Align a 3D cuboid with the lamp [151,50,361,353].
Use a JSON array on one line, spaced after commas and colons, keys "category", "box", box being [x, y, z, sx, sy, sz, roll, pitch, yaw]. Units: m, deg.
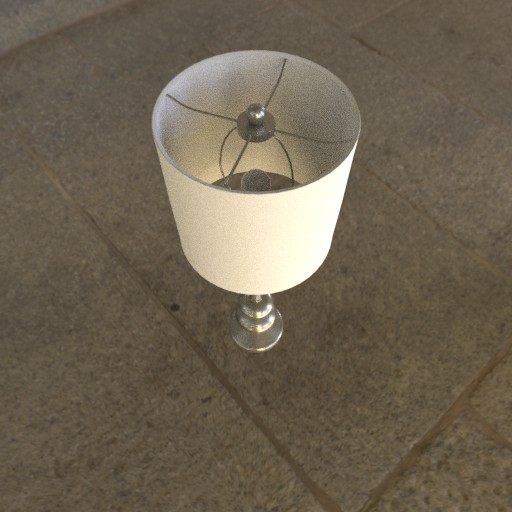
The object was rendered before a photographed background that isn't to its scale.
[{"category": "lamp", "box": [0.000, 0.000, 0.823, 0.254, 0.690, 0.254, 17, 60, 10]}]
